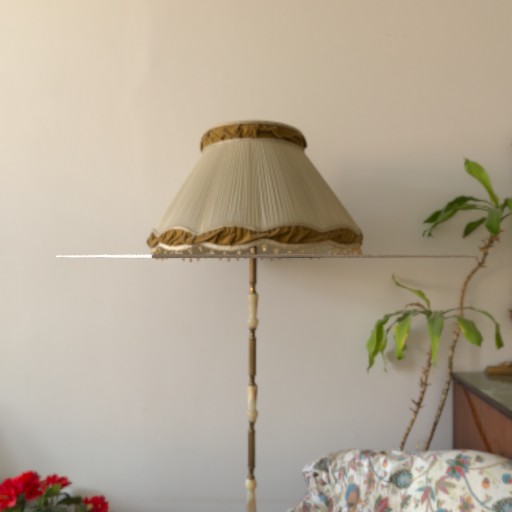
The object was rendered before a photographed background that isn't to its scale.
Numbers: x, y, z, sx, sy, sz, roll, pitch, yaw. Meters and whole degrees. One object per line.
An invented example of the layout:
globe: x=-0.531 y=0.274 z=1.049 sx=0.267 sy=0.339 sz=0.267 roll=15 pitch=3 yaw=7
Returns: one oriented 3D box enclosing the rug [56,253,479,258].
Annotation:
rug: x=0.000 y=0.000 z=0.876 sx=0.639 sy=0.006 sz=0.548 roll=0 pitch=0 yaw=-34
